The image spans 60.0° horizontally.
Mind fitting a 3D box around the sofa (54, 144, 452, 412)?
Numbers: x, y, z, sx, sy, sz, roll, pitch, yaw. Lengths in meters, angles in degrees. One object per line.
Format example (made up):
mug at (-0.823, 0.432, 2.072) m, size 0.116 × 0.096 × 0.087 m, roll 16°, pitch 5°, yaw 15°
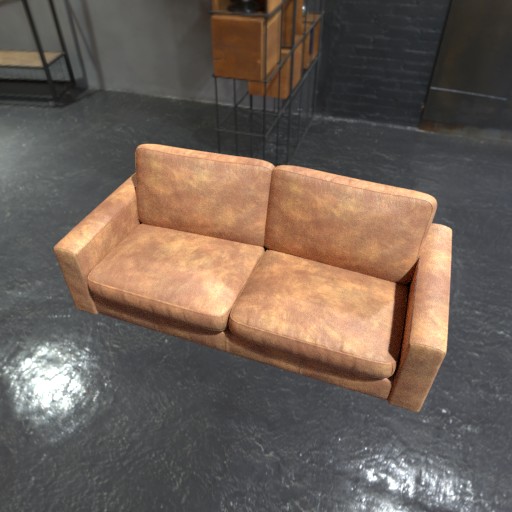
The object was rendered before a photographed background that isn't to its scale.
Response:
sofa at (0.000, 0.000, 2.689) m, size 2.179 × 0.873 × 1.016 m, roll 13°, pitch 43°, yaw 15°
